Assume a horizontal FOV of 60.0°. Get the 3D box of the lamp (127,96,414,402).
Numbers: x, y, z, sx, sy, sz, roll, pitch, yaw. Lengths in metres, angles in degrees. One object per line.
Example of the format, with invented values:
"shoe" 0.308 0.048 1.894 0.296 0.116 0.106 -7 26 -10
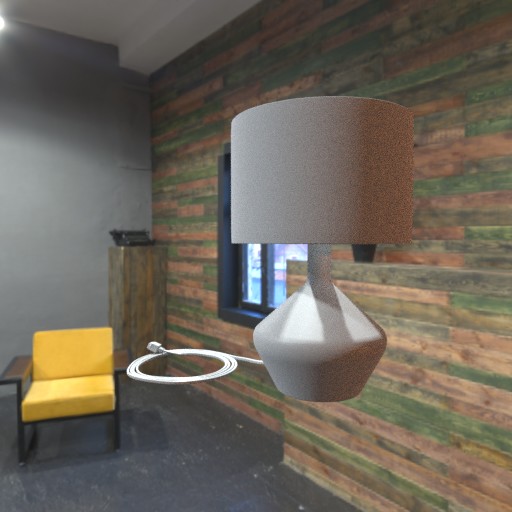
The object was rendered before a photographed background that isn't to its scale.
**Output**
"lamp" 0.000 0.000 0.840 0.401 0.457 0.546 -2 3 -36
